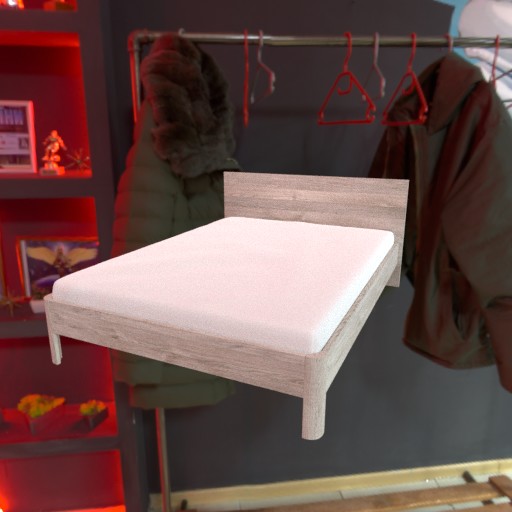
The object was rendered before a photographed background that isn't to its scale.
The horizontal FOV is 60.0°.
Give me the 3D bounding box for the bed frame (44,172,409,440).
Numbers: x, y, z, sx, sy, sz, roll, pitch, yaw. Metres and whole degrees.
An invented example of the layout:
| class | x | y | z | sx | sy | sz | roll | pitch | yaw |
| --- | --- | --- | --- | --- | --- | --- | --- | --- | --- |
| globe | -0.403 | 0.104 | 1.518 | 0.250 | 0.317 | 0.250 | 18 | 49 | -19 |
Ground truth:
| class | x | y | z | sx | sy | sz | roll | pitch | yaw |
| --- | --- | --- | --- | --- | --- | --- | --- | --- | --- |
| bed frame | 0.000 | 0.000 | 2.717 | 1.490 | 0.800 | 1.950 | 7 | 18 | 24 |
